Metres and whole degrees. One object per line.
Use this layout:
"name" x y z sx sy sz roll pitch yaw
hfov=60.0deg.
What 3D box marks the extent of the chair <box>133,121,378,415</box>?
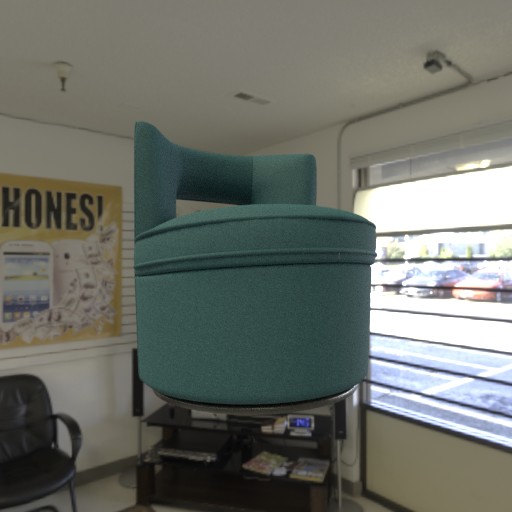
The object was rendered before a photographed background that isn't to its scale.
"chair" 0.000 0.000 1.261 0.684 0.711 0.660 0 -1 -37
